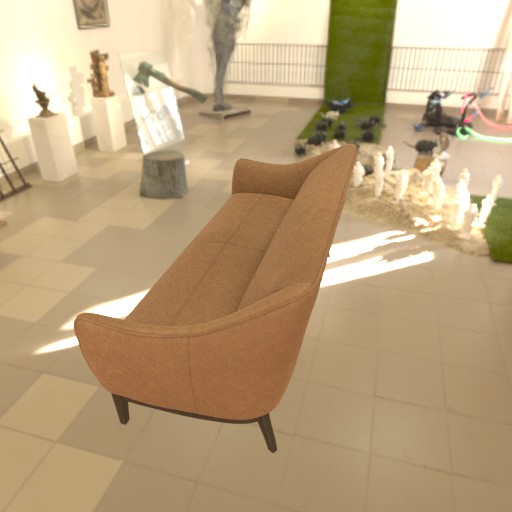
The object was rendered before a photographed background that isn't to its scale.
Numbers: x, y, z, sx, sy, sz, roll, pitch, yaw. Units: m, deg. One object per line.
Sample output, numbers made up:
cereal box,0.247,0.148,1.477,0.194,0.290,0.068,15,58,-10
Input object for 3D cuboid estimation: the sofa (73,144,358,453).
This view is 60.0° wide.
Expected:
sofa,0.000,0.000,2.368,0.869,0.830,1.928,8,31,14
